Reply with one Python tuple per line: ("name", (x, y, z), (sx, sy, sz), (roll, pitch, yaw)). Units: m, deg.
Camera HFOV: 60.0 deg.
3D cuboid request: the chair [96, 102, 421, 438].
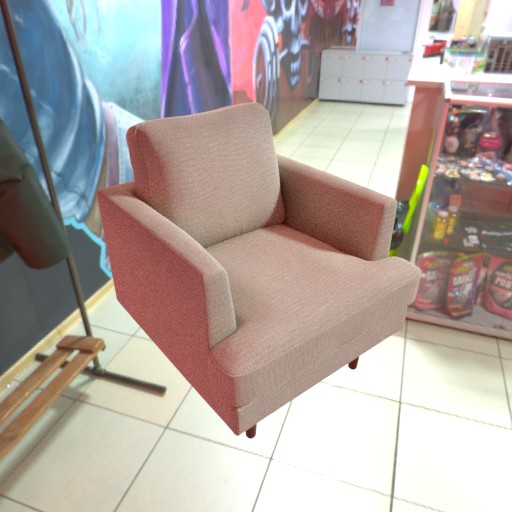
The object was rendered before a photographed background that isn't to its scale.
("chair", (0.000, 0.000, 1.657), (0.858, 0.957, 0.899), (-22, 37, -32))
